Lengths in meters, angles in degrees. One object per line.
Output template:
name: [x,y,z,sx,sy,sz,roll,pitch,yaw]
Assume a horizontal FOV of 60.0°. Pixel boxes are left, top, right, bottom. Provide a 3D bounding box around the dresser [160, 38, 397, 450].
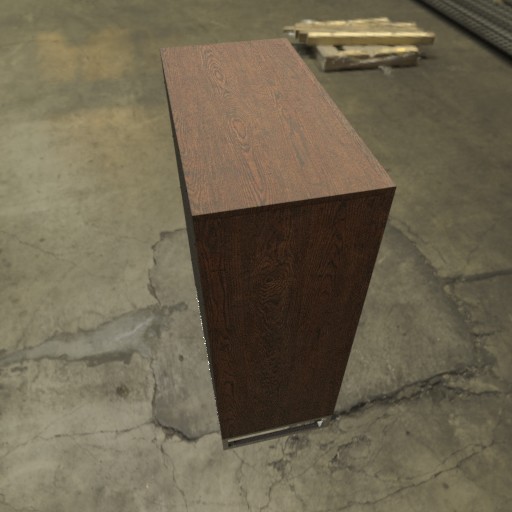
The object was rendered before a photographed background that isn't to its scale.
dresser: [0.000,0.000,1.799,0.508,1.321,0.965,-9,46,-9]
